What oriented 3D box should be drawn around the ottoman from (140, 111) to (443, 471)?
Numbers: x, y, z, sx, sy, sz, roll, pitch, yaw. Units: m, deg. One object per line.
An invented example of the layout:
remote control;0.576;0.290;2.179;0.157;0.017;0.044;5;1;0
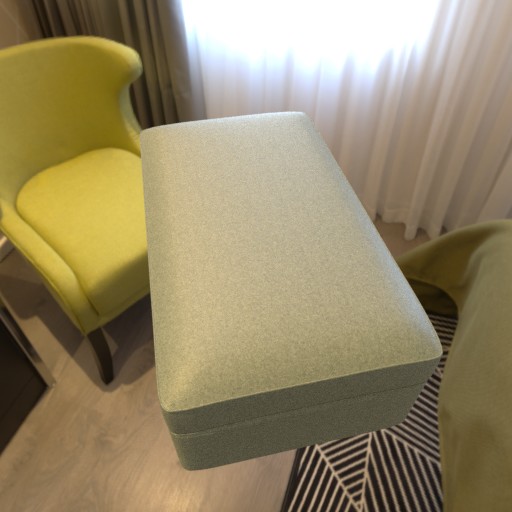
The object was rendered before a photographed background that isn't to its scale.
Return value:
ottoman;0.000;0.000;1.513;0.681;0.494;1.173;-9;47;-8
